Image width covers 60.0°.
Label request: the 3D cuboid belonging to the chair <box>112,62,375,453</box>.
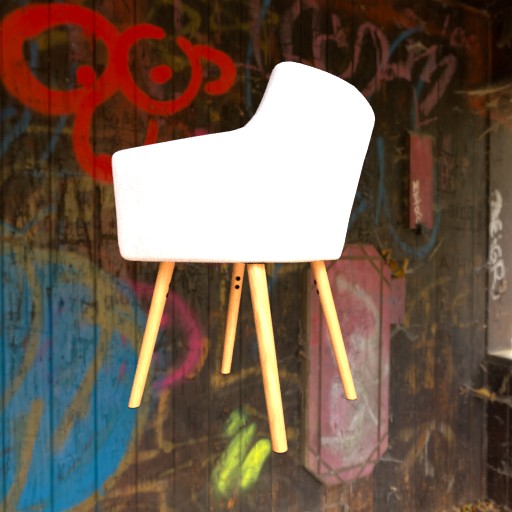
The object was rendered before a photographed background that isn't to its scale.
[{"bbox_3d":[0.000,0.000,1.151,0.540,0.780,0.570,1,1,34],"label":"chair"}]
